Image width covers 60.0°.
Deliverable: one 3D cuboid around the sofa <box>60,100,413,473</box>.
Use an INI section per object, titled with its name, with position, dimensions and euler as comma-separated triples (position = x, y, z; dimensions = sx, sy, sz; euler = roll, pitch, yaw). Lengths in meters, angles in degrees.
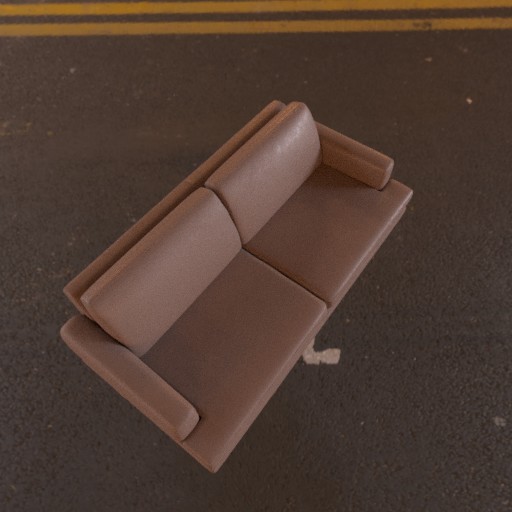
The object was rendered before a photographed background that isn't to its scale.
[sofa]
position = 0.000, 0.000, 2.424
dimensions = 0.974, 0.765, 1.940
euler = 32, 63, 19
